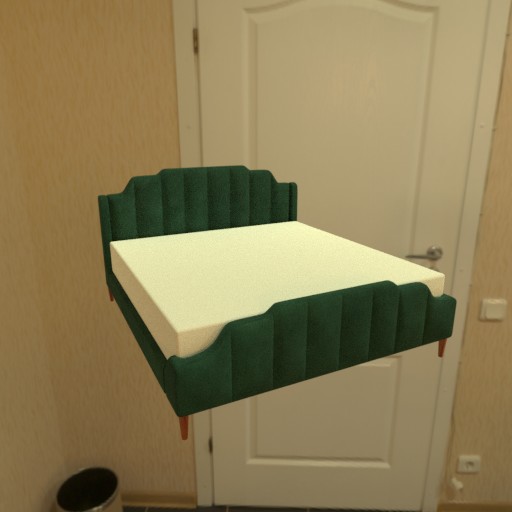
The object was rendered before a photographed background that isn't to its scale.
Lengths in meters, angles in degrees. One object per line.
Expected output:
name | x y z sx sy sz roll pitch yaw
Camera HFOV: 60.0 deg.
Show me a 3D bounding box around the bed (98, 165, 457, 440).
bed | 0.000 0.000 3.618 2.074 1.245 2.340 -8 19 -26
